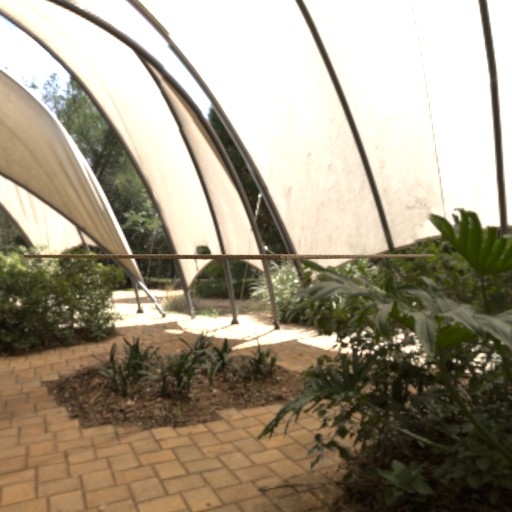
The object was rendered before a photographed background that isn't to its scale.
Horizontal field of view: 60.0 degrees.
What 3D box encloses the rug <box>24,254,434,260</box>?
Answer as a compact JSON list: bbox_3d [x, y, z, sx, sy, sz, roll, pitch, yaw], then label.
[{"bbox_3d":[0.000,0.000,4.053,2.400,0.025,3.000,0,0,35],"label":"rug"}]
